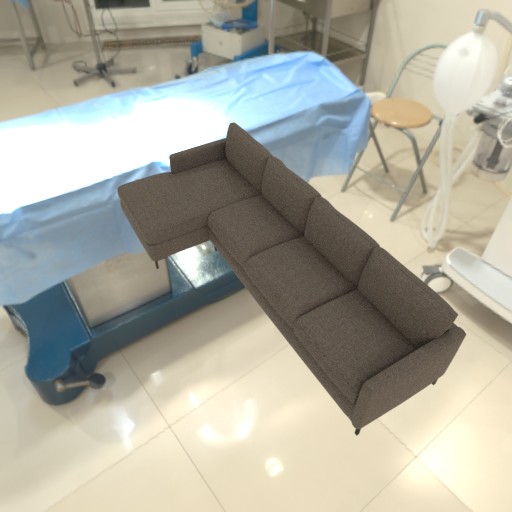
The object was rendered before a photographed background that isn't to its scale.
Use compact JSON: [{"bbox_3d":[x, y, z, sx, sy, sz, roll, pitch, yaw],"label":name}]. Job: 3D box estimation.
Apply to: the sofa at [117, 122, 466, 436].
[{"bbox_3d":[0.000,0.000,3.274,1.258,0.754,2.731,-23,49,-22],"label":"sofa"}]
